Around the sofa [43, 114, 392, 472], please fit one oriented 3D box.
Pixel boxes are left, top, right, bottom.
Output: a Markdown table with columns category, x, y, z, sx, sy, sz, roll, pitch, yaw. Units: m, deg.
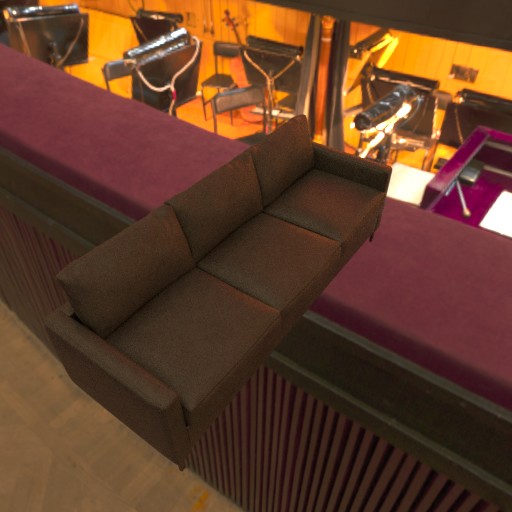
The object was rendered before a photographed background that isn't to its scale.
| category | x | y | z | sx | sy | sz | roll | pitch | yaw |
| --- | --- | --- | --- | --- | --- | --- | --- | --- | --- |
| sofa | 0.000 | 0.000 | 2.377 | 0.748 | 0.805 | 2.029 | 26 | 48 | 26 |
